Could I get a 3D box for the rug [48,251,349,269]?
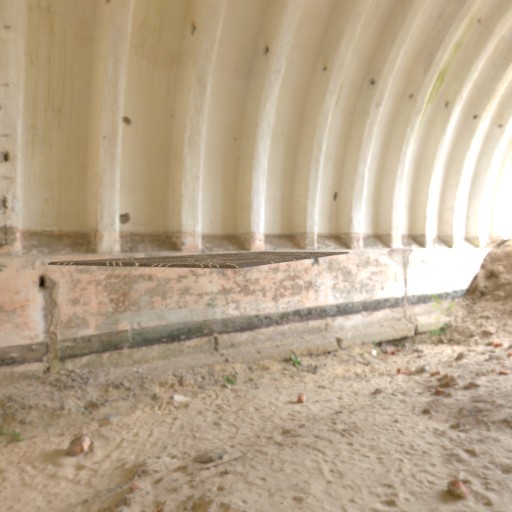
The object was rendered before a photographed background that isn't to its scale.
[{"bbox_3d":[0.000,0.000,2.690,0.773,0.012,2.464,1,2,20],"label":"rug"}]
